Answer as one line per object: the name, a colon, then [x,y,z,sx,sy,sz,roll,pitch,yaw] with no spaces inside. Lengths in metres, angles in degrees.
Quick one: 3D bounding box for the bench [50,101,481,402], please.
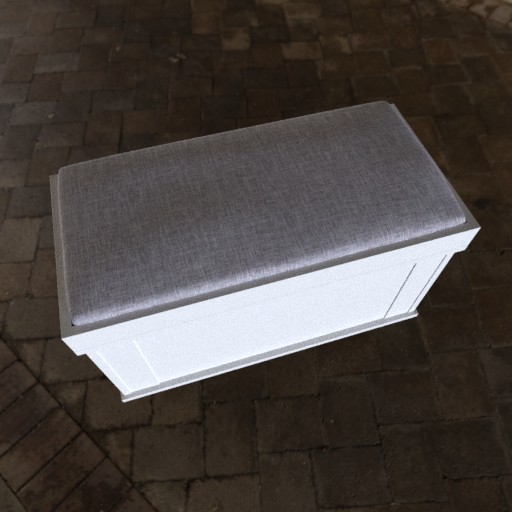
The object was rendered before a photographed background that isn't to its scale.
bench: [0.000,0.000,1.001,0.734,0.461,0.362,-14,59,-9]
